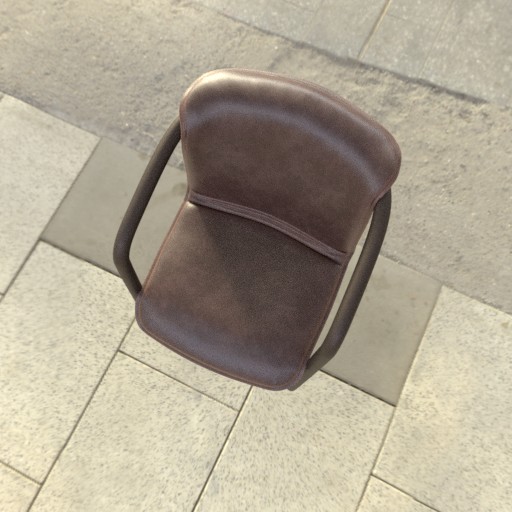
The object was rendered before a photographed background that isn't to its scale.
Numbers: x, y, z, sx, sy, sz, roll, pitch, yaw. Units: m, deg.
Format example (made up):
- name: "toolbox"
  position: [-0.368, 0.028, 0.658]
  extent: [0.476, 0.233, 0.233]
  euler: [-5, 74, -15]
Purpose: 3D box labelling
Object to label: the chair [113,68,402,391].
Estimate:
- name: "chair"
  position: [0.000, 0.000, 1.240]
  extent: [0.536, 0.836, 0.664]
  euler: [23, 76, 6]
